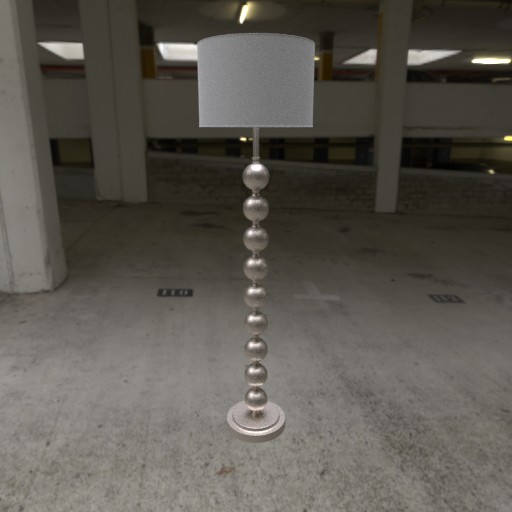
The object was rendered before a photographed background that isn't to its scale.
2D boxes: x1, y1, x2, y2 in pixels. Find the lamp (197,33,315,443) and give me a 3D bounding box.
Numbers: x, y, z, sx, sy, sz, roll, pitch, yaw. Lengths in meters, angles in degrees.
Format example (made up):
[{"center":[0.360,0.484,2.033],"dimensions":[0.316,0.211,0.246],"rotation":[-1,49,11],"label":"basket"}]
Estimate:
[{"center":[0.000,0.000,1.680],"dimensions":[0.394,1.474,0.394],"rotation":[-2,16,-7],"label":"lamp"}]
